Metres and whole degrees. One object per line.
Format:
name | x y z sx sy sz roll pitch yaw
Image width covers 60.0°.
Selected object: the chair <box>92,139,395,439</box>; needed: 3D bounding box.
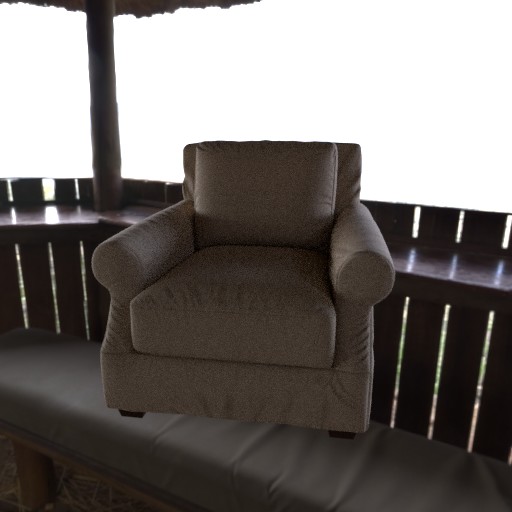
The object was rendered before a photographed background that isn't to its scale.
chair | 0.000 0.000 1.712 0.940 0.866 1.066 2 15 9
